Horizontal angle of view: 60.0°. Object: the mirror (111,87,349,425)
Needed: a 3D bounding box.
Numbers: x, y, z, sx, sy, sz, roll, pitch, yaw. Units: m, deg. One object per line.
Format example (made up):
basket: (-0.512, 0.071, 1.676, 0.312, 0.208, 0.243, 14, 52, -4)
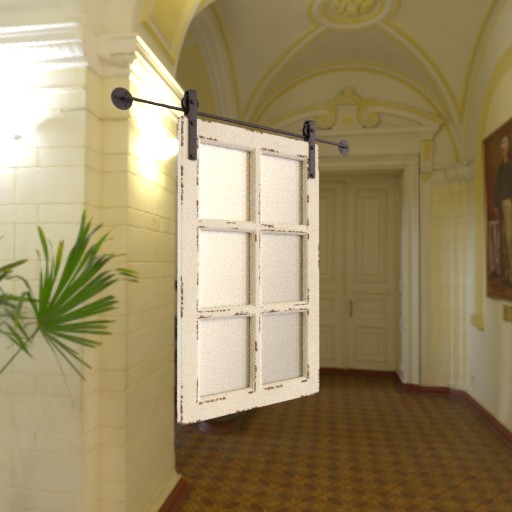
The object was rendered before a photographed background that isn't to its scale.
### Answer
mirror: (0.000, 0.000, 1.247, 0.808, 0.844, 0.037, 1, -1, -36)
